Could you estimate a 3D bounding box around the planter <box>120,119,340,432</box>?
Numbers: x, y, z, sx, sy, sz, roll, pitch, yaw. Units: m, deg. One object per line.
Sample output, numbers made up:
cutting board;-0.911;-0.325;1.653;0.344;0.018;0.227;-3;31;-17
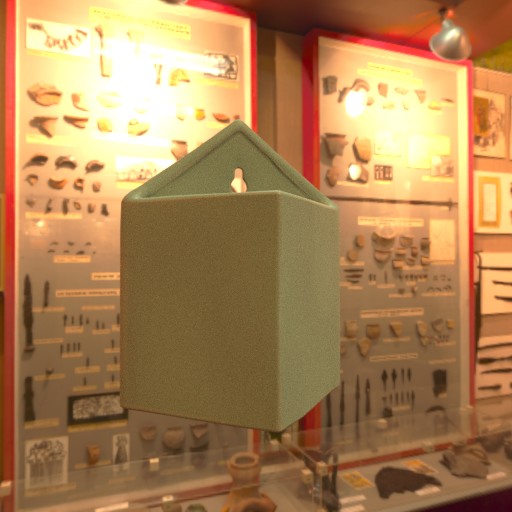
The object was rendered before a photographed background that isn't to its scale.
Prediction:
planter;0.000;0.000;0.285;0.164;0.197;0.079;0;-1;-20
